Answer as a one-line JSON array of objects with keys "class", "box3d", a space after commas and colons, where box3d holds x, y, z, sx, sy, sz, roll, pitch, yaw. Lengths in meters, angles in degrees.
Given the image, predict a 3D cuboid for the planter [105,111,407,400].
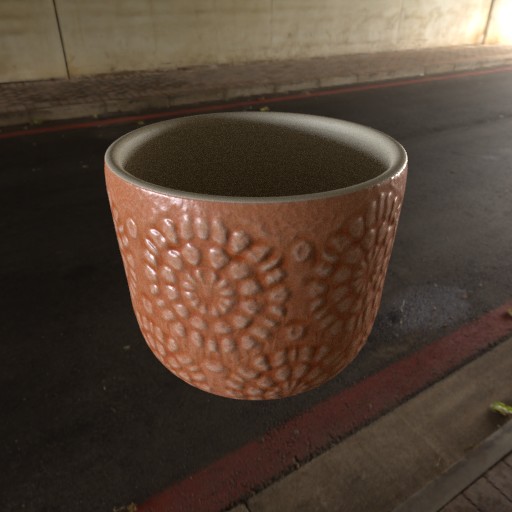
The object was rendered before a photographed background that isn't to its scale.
[{"class": "planter", "box3d": [0.000, 0.000, 0.213, 0.124, 0.109, 0.124, 0, 30, 0]}]
